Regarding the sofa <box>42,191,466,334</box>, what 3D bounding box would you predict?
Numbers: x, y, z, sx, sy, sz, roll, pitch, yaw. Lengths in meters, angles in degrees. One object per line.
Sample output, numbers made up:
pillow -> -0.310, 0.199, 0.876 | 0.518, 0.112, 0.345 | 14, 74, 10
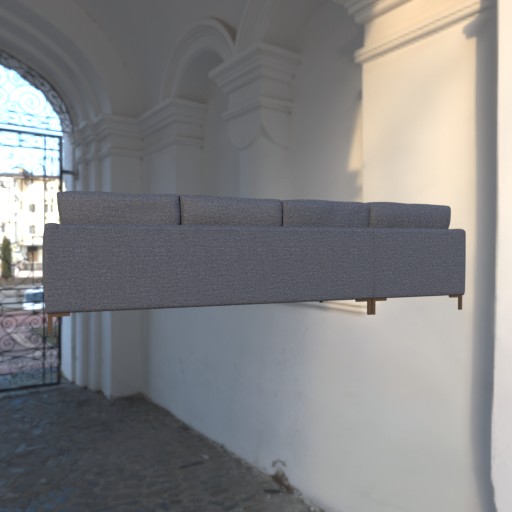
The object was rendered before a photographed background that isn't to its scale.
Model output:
sofa -> 0.000, 0.000, 2.908 | 2.445, 0.673, 1.125 | 0, 2, -19
